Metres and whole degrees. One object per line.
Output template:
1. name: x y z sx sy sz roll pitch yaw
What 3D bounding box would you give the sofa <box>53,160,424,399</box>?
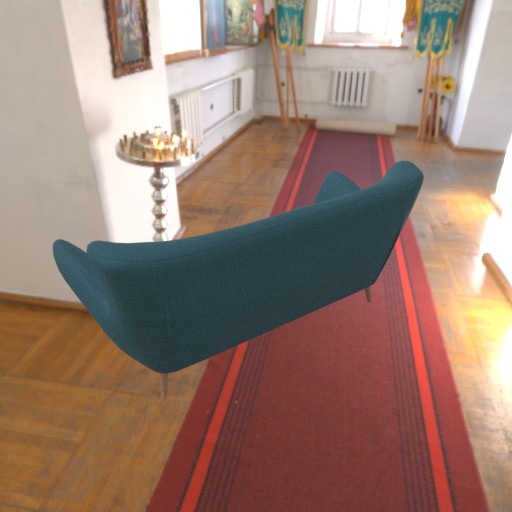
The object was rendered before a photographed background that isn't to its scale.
1. sofa: 0.000 0.000 2.465 1.930 0.890 0.889 -19 35 -29
